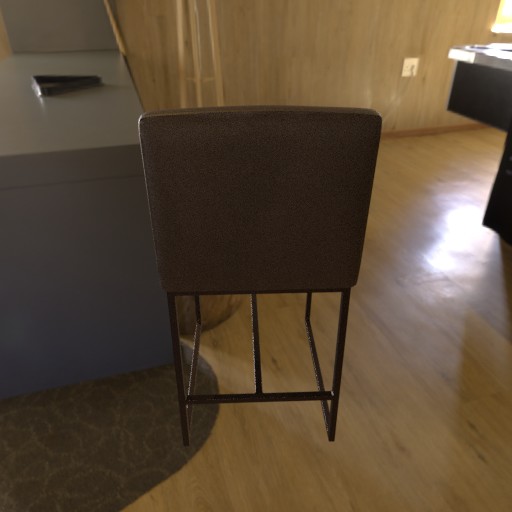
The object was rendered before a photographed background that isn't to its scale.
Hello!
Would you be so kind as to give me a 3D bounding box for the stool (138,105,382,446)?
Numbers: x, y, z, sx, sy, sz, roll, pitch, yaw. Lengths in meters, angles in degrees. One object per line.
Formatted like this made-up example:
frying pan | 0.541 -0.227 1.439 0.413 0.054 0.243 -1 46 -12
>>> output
stool | 0.000 0.000 1.257 0.463 0.946 0.562 -1 32 -2
